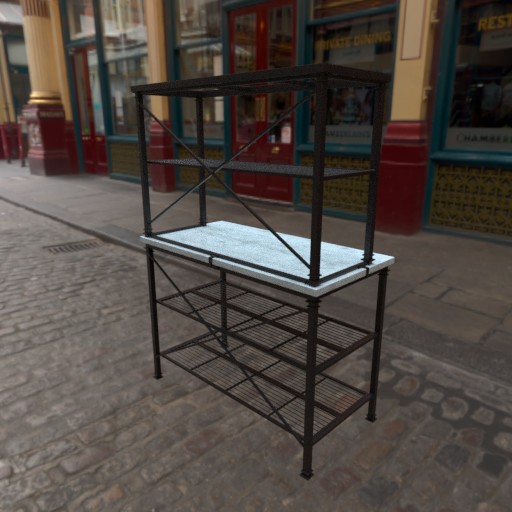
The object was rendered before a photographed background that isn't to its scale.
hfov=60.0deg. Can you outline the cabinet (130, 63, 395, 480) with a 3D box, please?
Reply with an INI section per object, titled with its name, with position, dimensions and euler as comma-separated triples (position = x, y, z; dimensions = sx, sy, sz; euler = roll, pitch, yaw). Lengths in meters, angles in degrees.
[cabinet]
position = 0.000, 0.000, 2.261
dimensions = 1.210, 1.659, 0.610
euler = 15, 22, 42
